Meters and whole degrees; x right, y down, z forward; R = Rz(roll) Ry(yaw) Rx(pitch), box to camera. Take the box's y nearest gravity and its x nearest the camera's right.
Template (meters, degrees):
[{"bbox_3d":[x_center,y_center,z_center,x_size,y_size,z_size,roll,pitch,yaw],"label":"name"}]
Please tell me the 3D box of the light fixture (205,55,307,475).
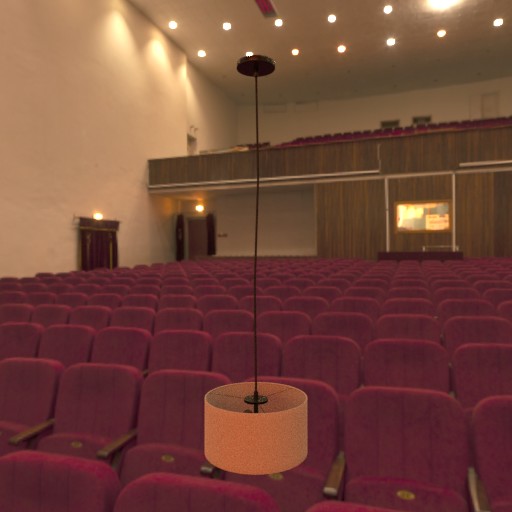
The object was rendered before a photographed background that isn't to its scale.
[{"bbox_3d":[0.000,0.000,1.738,0.399,1.516,0.399,0,-1,0],"label":"light fixture"}]
